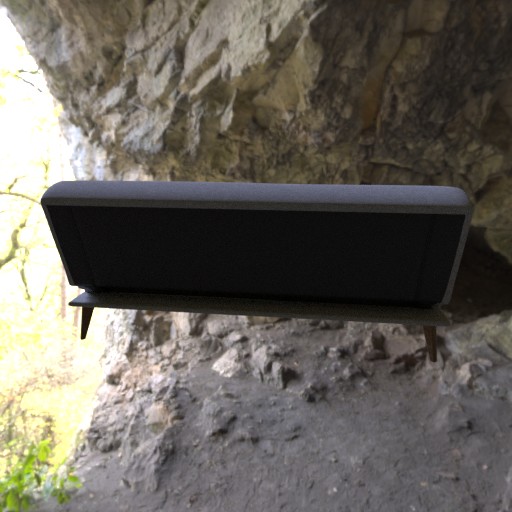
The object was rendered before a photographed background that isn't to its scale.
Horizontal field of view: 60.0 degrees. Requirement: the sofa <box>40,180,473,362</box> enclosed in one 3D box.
[{"bbox_3d":[0.000,0.000,2.283,1.800,0.810,0.860,2,16,7],"label":"sofa"}]
